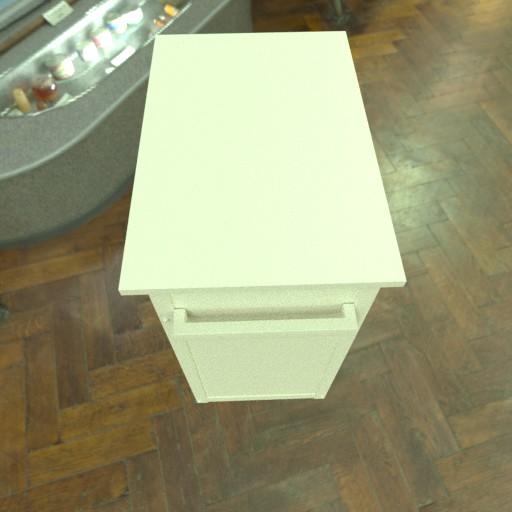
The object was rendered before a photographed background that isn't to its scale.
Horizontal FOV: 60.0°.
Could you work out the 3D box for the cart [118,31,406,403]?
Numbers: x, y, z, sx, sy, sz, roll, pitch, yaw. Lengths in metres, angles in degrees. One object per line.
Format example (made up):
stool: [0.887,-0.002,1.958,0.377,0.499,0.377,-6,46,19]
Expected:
cart: [0.000,0.000,1.216,0.442,0.864,0.683,-2,58,-1]
